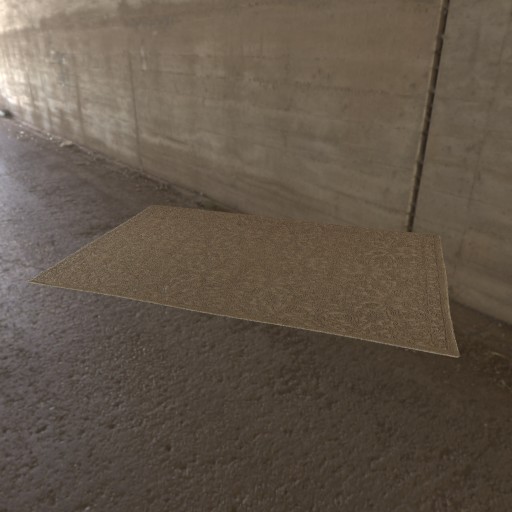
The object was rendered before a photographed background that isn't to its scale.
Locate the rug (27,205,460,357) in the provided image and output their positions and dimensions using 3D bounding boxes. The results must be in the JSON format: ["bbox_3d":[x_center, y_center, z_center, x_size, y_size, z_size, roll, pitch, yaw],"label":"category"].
[{"bbox_3d":[0.000,0.000,3.013,2.435,0.012,1.529,8,26,16],"label":"rug"}]
